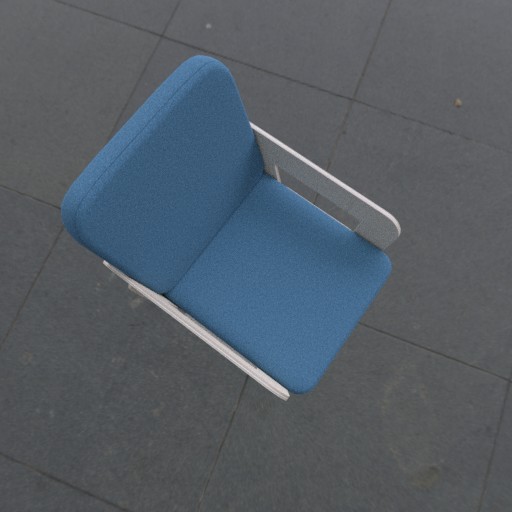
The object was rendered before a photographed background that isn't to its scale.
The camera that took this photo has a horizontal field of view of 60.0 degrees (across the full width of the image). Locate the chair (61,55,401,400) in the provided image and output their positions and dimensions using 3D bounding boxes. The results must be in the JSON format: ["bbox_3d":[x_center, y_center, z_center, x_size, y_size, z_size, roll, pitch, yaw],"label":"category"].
[{"bbox_3d":[0.000,0.000,1.205,0.657,0.747,0.547,35,78,9],"label":"chair"}]
